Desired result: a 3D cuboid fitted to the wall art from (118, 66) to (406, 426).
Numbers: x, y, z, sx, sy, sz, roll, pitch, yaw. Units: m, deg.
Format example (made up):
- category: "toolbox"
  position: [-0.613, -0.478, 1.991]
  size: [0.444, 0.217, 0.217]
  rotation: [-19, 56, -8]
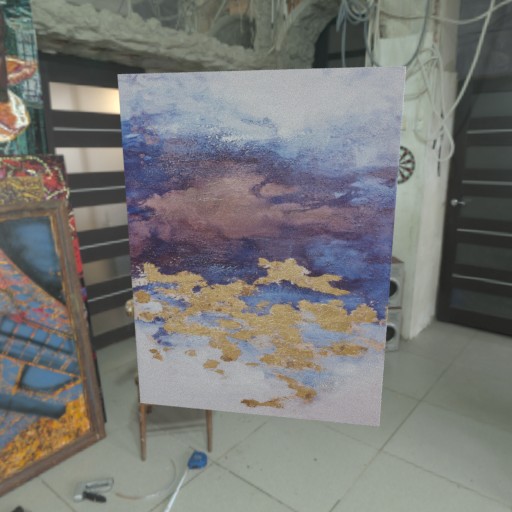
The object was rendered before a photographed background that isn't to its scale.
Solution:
- category: "wall art"
  position: [0.000, 0.000, 0.749]
  size: [0.437, 0.581, 0.036]
  rotation: [2, 14, 9]
